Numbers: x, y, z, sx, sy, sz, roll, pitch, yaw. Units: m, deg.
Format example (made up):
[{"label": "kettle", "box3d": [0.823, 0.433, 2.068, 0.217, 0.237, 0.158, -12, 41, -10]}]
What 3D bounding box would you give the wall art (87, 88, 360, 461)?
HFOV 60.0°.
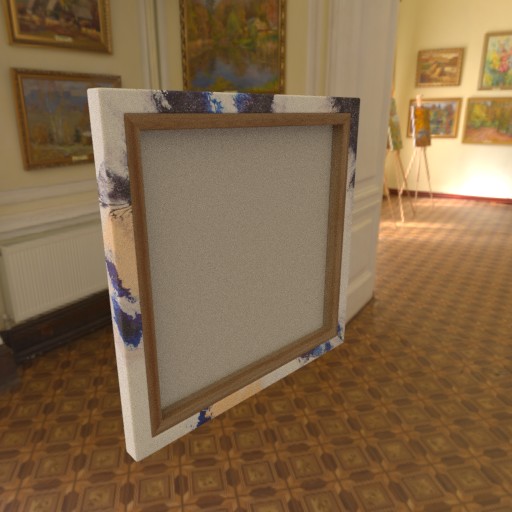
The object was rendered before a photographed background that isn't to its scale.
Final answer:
[{"label": "wall art", "box3d": [0.000, 0.000, 0.887, 0.609, 0.609, 0.039, -17, 24, -41]}]
